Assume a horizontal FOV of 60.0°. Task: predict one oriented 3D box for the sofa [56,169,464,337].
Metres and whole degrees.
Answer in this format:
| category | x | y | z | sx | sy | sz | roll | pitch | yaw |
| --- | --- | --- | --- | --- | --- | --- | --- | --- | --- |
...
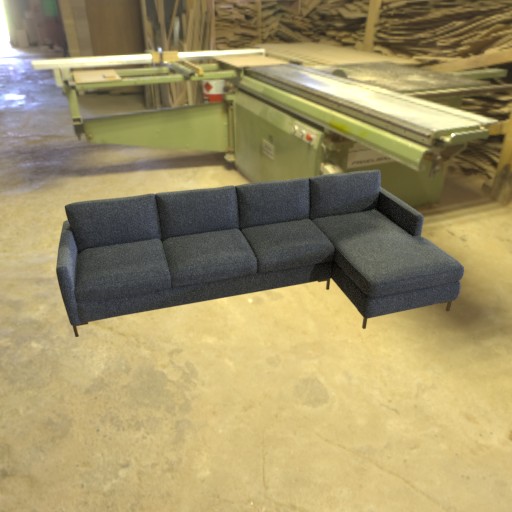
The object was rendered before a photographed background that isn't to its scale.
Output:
| category | x | y | z | sx | sy | sz | roll | pitch | yaw |
| --- | --- | --- | --- | --- | --- | --- | --- | --- | --- |
| sofa | 0.000 | 0.000 | 3.514 | 2.932 | 0.810 | 1.350 | -9 | 31 | -15 |
